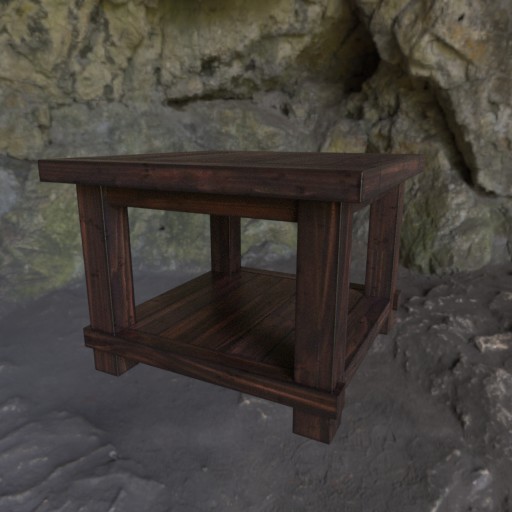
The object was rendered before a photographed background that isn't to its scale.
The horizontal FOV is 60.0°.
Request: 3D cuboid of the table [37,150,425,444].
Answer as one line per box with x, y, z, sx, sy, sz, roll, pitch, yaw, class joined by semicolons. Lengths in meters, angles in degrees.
0.000;0.000;0.996;0.606;0.437;0.593;8;17;26;table
